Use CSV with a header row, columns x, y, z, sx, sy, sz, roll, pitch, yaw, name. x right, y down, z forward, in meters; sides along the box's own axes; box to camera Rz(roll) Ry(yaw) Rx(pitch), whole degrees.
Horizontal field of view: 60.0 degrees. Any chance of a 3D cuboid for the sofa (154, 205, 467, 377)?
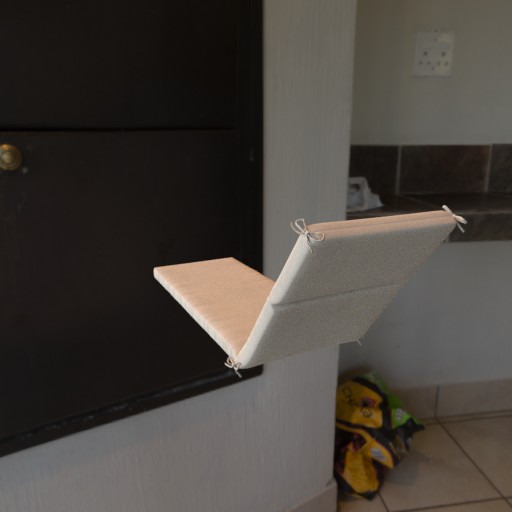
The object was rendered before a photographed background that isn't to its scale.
x,y,z,sx,sy,sz,roll,pitch,yaw,name
0.000,0.000,1.950,0.582,0.622,1.663,-8,17,-26,sofa
